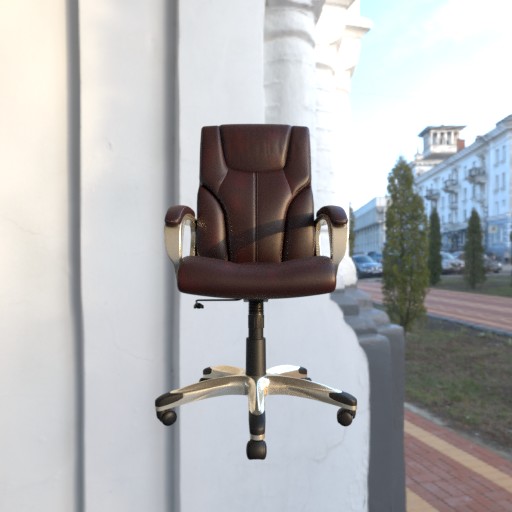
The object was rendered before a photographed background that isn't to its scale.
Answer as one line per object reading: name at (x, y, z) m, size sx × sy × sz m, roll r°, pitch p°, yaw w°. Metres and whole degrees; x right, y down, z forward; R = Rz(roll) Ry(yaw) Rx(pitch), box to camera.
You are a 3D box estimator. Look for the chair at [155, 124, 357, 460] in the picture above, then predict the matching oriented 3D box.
chair at (0.000, 0.000, 1.553) m, size 0.662 × 1.107 × 0.739 m, roll 0°, pitch 0°, yaw 0°
